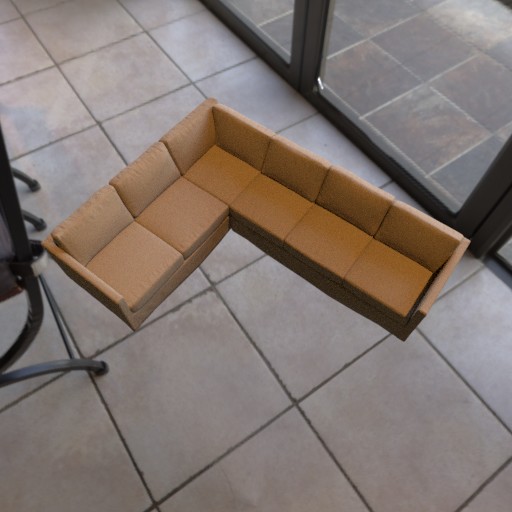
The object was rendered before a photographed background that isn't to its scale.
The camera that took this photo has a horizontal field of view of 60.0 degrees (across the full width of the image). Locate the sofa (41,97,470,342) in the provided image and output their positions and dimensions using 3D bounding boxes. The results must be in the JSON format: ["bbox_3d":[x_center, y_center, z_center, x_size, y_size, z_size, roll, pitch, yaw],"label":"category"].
[{"bbox_3d":[0.000,0.000,4.305,3.182,0.871,2.432,33,66,17],"label":"sofa"}]
